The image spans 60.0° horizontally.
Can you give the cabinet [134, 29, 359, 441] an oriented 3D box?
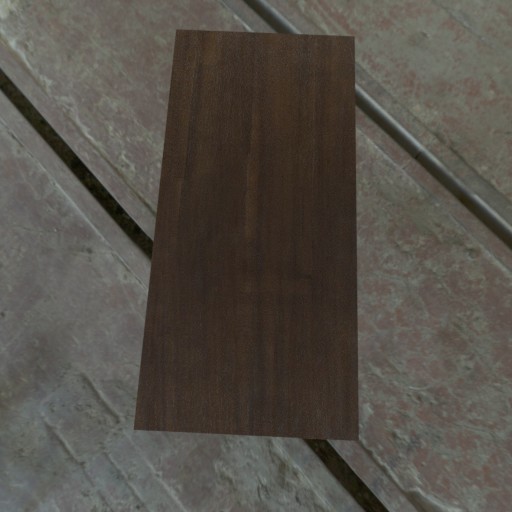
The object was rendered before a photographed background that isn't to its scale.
[{"bbox_3d":[0.000,0.000,1.099,0.354,0.654,0.743,3,76,1],"label":"cabinet"}]
